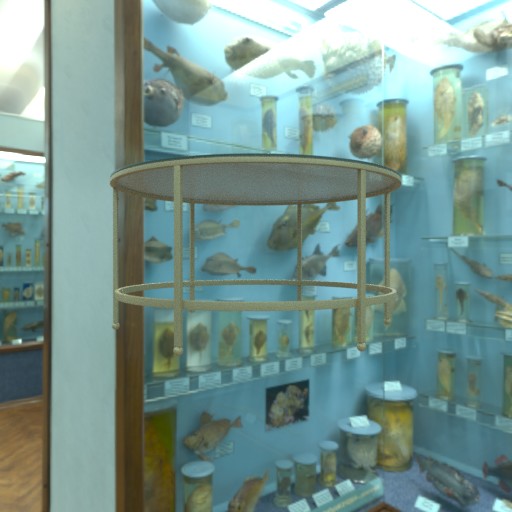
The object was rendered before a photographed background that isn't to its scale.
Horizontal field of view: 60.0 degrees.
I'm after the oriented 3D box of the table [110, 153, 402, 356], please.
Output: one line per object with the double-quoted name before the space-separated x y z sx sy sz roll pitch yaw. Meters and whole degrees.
"table" 0.000 0.000 1.460 0.914 0.470 0.914 0 0 0
